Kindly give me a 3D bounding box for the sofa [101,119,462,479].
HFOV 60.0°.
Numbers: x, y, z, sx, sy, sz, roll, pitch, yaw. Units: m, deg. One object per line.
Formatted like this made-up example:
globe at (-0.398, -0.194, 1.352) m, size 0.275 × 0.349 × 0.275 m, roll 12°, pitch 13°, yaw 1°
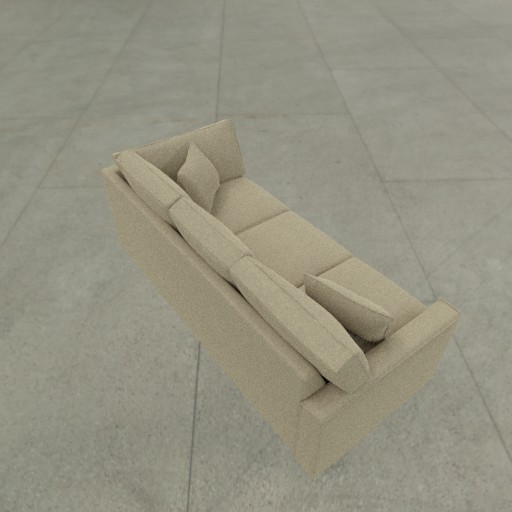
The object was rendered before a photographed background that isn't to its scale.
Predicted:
sofa at (0.000, 0.000, 2.875) m, size 1.061 × 0.962 × 2.317 m, roll -27°, pitch 48°, yaw -27°
